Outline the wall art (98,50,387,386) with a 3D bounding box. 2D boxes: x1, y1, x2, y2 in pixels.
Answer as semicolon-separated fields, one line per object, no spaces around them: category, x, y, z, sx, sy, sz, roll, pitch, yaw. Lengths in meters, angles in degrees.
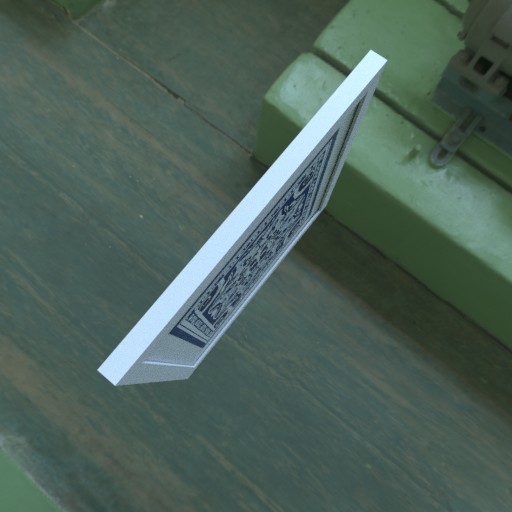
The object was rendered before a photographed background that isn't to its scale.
wall art;0.000;0.000;0.839;0.028;0.559;0.559;37;78;9
